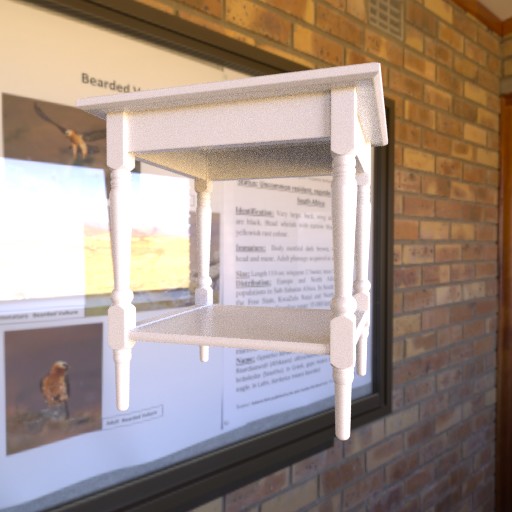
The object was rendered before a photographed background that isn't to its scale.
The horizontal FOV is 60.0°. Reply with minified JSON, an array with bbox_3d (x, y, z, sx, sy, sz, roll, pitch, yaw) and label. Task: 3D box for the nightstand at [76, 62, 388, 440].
[{"bbox_3d":[0.000,0.000,0.910,0.505,0.555,0.459,0,1,18],"label":"nightstand"}]
